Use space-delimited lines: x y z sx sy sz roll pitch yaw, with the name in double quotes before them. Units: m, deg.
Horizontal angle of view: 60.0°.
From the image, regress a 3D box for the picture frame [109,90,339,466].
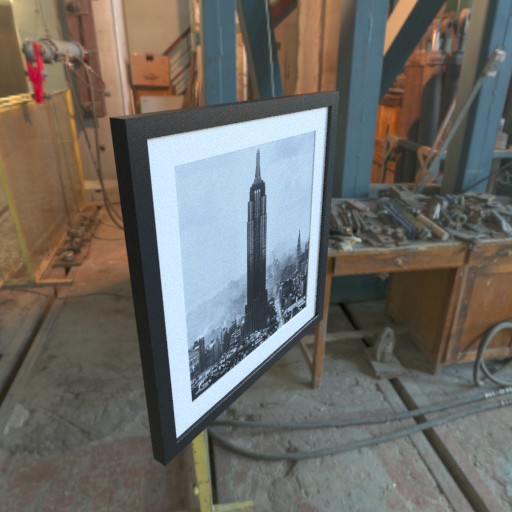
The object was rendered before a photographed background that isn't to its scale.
"picture frame" 0.000 0.000 0.839 0.029 0.557 0.559 16 29 32
